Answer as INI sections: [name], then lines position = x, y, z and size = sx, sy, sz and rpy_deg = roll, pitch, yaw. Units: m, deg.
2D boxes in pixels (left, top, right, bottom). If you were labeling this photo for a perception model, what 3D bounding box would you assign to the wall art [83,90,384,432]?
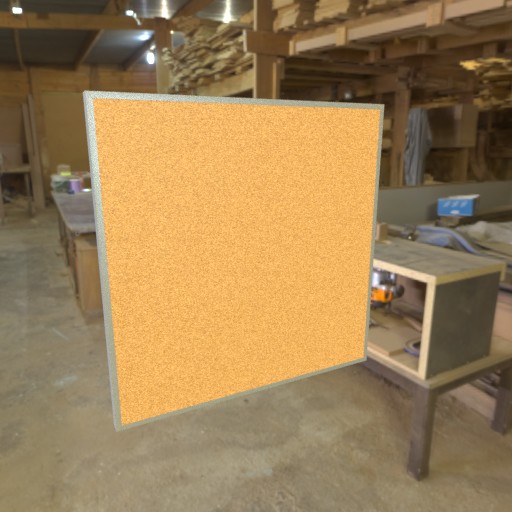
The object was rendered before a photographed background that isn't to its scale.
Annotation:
[wall art]
position = 0.000, 0.000, 1.207
size = 0.809, 0.807, 0.038
rpy_deg = -8, 17, -27
